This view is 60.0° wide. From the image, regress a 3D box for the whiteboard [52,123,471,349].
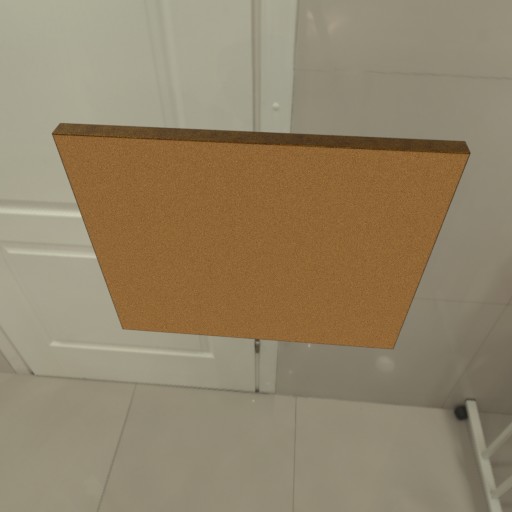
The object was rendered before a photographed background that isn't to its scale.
[{"bbox_3d":[0.000,0.000,0.764,0.561,0.457,0.029,4,45,4],"label":"whiteboard"}]
